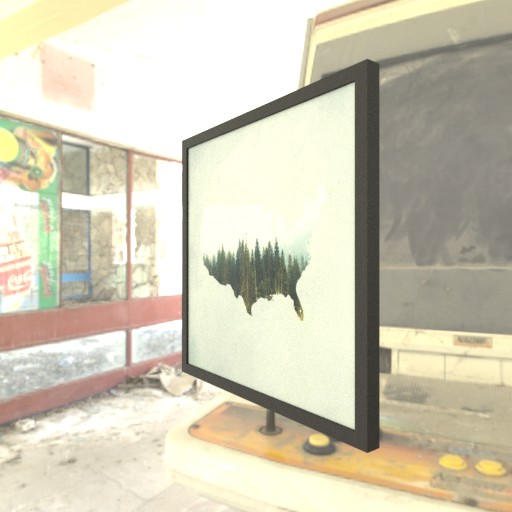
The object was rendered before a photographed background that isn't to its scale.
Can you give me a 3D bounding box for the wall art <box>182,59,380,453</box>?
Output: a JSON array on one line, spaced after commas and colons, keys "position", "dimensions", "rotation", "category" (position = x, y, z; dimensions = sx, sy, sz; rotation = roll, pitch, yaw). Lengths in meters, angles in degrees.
[{"position": [0.000, 0.000, 1.172], "dimensions": [0.038, 0.763, 0.763], "rotation": [0, 0, -37], "category": "wall art"}]
